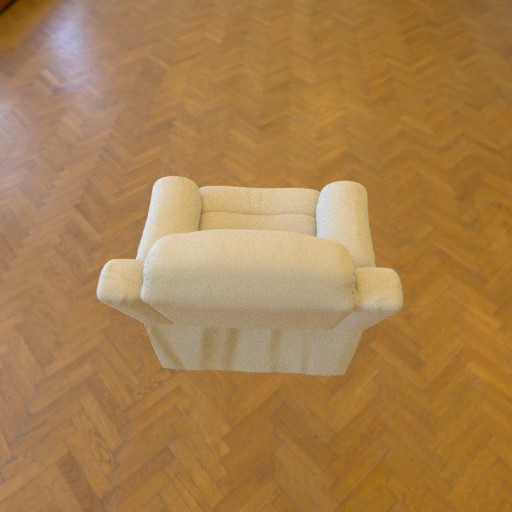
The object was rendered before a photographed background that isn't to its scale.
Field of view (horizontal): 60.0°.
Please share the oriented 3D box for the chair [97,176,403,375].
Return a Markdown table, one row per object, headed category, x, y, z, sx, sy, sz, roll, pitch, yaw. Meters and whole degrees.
| category | x | y | z | sx | sy | sz | roll | pitch | yaw |
| --- | --- | --- | --- | --- | --- | --- | --- | --- | --- |
| chair | 0.000 | 0.000 | 1.266 | 0.680 | 0.702 | 0.709 | 2 | 49 | 2 |
